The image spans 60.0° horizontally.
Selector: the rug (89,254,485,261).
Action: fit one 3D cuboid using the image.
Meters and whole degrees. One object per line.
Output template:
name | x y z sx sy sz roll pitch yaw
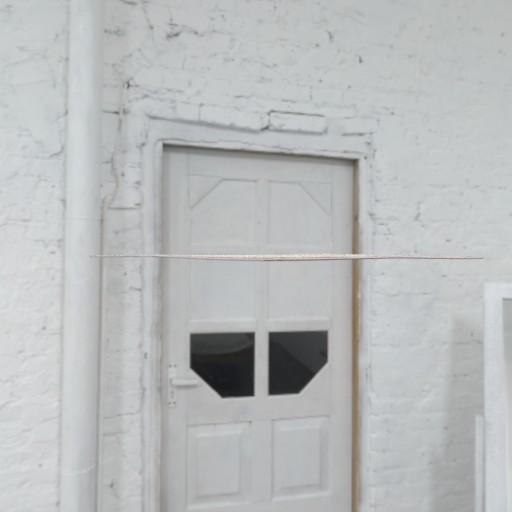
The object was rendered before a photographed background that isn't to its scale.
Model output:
rug | 0.000 0.000 3.045 1.609 0.030 2.342 0 0 -36
